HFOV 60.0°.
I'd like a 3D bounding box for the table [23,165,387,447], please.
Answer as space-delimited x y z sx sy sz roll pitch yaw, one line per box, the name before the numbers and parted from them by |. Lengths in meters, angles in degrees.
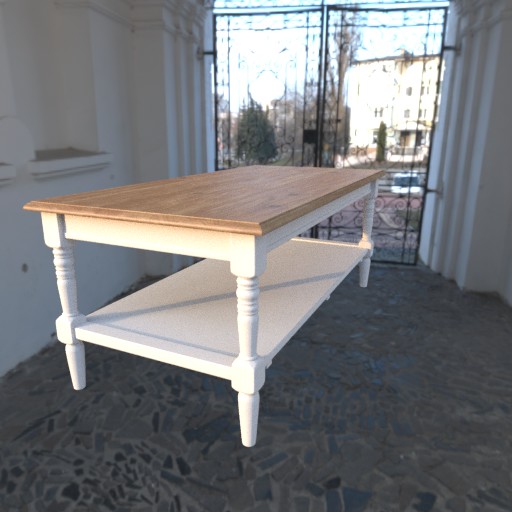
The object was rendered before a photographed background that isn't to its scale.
table | 0.000 0.000 1.367 0.559 0.458 1.118 8 18 25
